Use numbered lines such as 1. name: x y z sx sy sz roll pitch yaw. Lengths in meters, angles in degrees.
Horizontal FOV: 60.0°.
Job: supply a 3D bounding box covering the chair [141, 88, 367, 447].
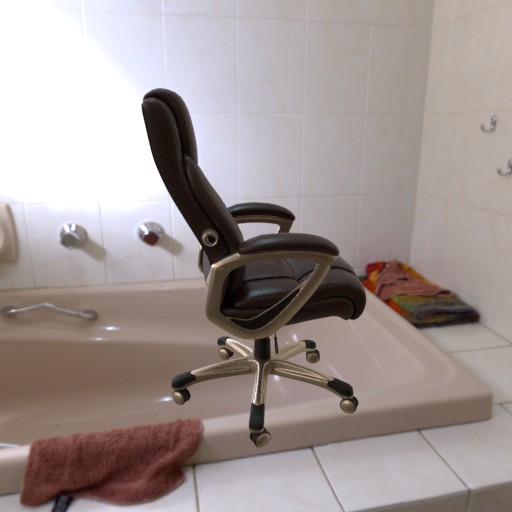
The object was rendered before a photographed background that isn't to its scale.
1. chair: 0.000 0.000 1.699 0.749 1.194 0.692 -3 17 -9
